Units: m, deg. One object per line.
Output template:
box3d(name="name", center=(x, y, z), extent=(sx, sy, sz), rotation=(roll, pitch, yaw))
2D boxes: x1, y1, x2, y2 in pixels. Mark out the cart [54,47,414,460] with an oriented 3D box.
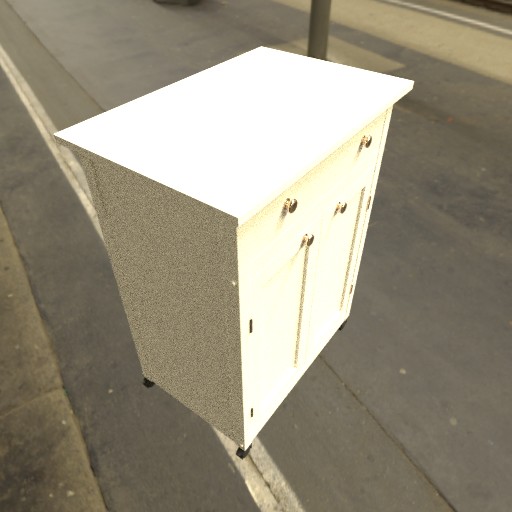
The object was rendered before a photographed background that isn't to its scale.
box3d(name="cart", center=(0.000, 0.000, 1.226), extent=(0.442, 0.864, 0.683), rotation=(26, 48, 26))
